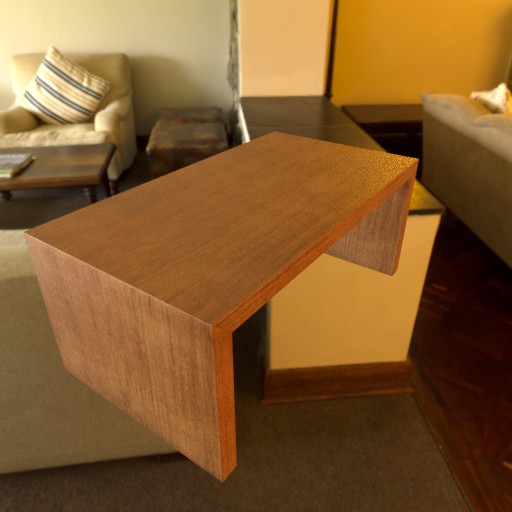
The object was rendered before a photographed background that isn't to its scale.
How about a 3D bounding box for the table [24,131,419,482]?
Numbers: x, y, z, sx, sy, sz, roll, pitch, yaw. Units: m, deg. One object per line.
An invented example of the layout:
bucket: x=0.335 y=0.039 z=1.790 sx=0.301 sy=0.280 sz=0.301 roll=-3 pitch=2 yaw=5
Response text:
table: x=0.000 y=0.000 z=1.296 sx=0.549 sy=0.419 sz=1.000 roll=20 pitch=36 yaw=30
